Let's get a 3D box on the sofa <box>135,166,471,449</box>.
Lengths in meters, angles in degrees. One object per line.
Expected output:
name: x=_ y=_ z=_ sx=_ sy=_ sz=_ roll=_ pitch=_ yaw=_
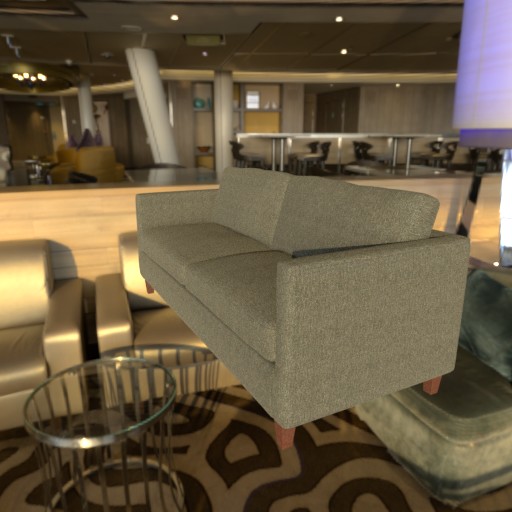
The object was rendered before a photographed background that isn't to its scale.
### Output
sofa: x=0.000 y=0.000 z=2.666 sx=0.948 sy=0.965 sz=2.208 roll=-8 pitch=17 yaw=-27
